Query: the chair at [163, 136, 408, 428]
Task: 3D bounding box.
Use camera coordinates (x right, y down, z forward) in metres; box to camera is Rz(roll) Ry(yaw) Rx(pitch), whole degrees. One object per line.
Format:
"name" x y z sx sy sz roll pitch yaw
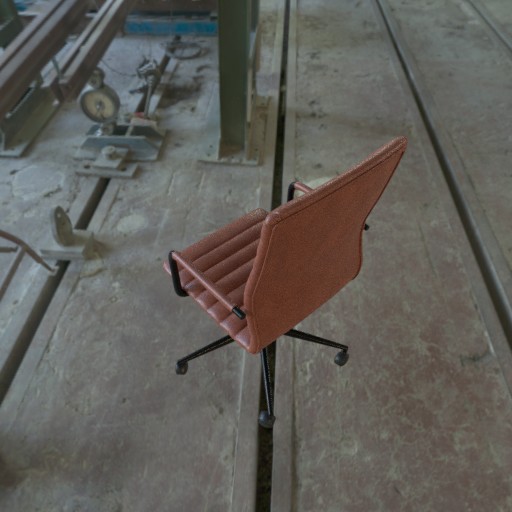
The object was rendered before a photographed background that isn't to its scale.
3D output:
"chair" 0.000 0.000 1.300 0.600 0.878 0.578 -33 54 -28
